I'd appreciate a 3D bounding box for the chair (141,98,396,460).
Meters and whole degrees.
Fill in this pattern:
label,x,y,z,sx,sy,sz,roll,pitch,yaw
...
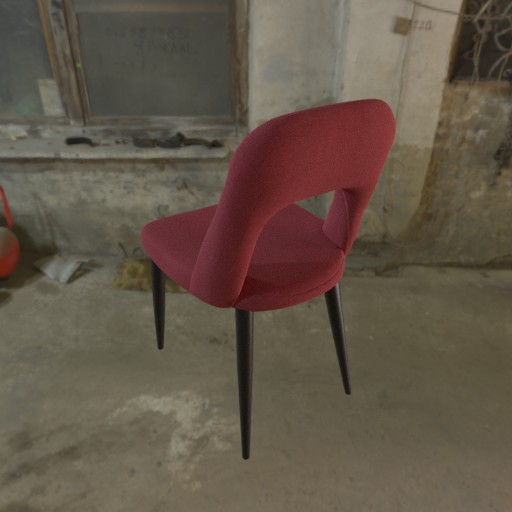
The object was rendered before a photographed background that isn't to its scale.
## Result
label,x,y,z,sx,sy,sz,roll,pitch,yaw
chair,0.000,0.000,1.199,0.483,0.892,0.569,-20,37,-29
